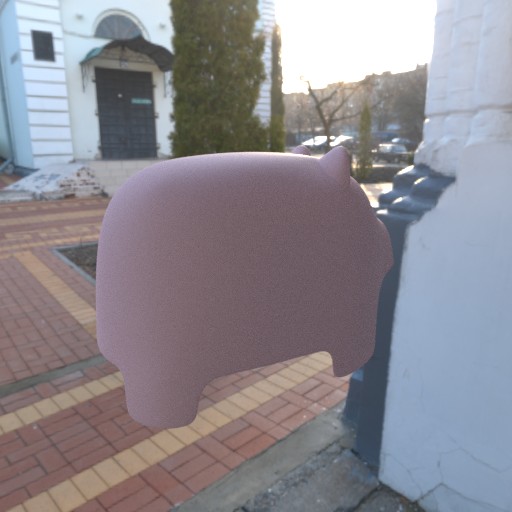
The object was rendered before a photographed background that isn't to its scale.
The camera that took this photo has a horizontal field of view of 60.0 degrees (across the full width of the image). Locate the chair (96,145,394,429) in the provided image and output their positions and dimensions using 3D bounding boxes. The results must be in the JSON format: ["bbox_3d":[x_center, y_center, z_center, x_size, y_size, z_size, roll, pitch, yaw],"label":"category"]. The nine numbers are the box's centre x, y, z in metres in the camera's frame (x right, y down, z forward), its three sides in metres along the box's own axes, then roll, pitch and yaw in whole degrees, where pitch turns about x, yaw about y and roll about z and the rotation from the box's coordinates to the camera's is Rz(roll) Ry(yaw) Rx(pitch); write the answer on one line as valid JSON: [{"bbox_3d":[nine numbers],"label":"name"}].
[{"bbox_3d":[0.000,0.000,0.880,0.619,0.423,0.364,-7,16,-26],"label":"chair"}]
